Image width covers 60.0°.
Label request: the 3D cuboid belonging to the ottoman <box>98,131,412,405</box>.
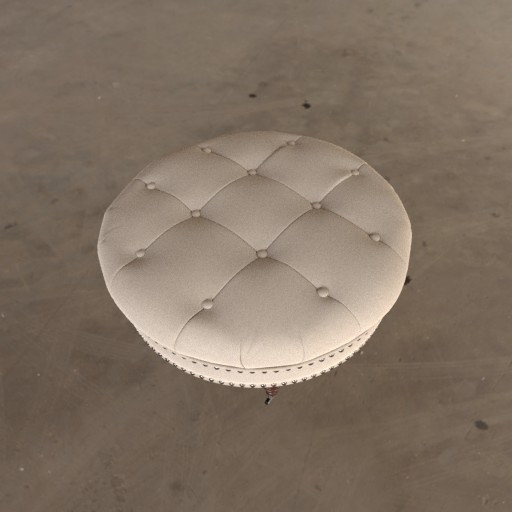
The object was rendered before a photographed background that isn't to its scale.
[{"bbox_3d":[0.000,0.000,1.400,0.901,0.439,0.901,0,48,0],"label":"ottoman"}]
